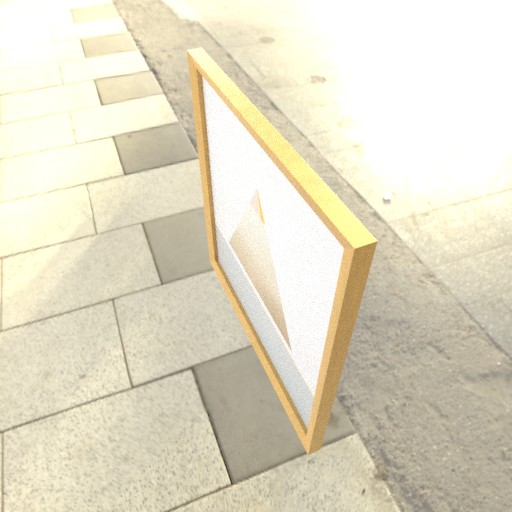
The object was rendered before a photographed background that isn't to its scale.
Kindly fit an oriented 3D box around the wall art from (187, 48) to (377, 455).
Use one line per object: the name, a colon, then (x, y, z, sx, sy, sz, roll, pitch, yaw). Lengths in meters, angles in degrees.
wall art: (0.000, 0.000, 2.880, 0.097, 1.936, 1.935, -18, 48, -16)
